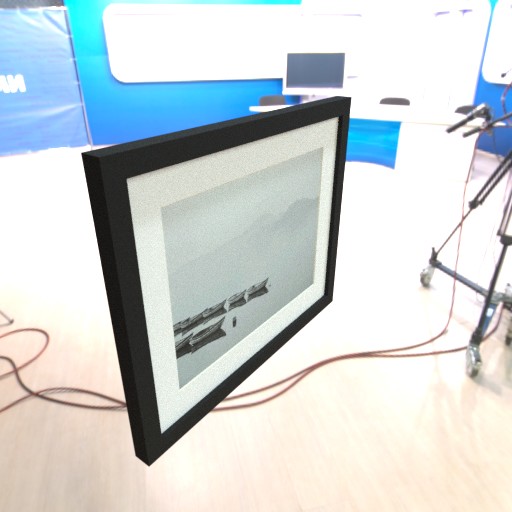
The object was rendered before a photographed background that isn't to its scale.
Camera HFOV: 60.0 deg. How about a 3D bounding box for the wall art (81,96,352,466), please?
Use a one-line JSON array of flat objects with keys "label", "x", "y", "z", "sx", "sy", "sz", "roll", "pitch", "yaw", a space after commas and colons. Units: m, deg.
[{"label": "wall art", "x": 0.000, "y": 0.000, "z": 0.746, "sx": 0.030, "sy": 0.454, "sz": 0.554, "roll": 19, "pitch": 33, "yaw": 33}]
